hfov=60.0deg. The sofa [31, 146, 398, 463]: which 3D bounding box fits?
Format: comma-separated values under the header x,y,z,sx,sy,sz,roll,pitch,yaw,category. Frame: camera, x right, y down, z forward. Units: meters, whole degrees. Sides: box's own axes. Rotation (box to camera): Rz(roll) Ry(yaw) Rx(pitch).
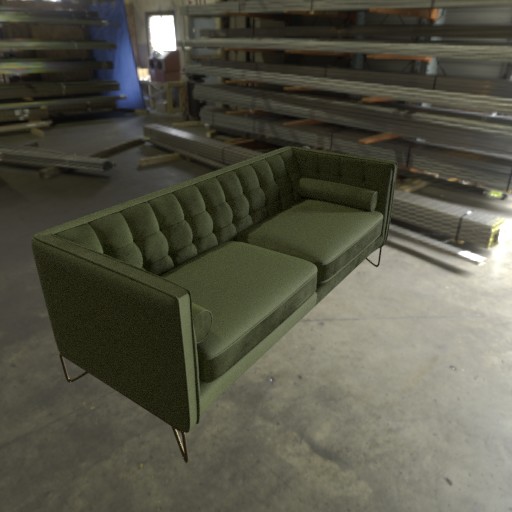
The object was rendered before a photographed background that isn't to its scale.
x,y,z,sx,sy,sz,roll,pitch,yaw,category
0.000,0.000,2.524,0.867,0.789,2.087,17,31,31,sofa
